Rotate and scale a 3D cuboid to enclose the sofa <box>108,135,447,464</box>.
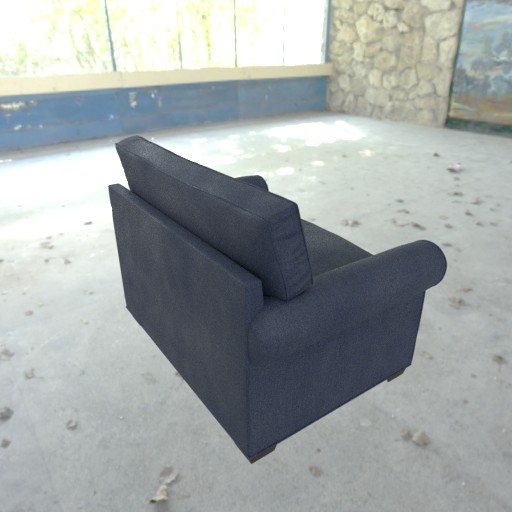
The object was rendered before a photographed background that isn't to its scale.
[{"bbox_3d":[0.000,0.000,2.101,0.938,1.004,1.405,-17,31,-31],"label":"sofa"}]
